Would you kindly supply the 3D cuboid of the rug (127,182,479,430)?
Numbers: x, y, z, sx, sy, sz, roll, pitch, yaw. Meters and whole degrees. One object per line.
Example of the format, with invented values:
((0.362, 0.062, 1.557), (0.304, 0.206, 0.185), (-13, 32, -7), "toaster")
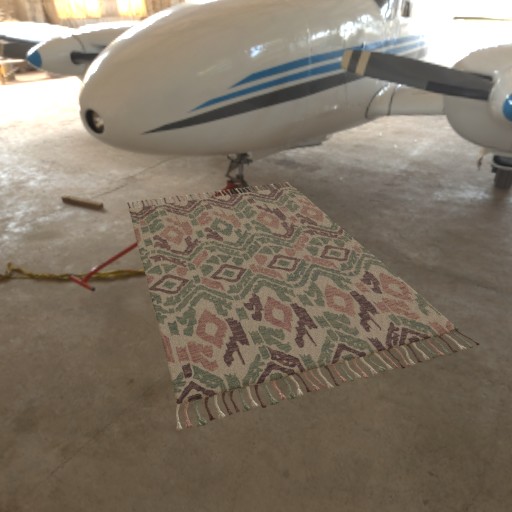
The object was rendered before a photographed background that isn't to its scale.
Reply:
((0.000, 0.000, 2.977), (1.524, 0.011, 2.438), (-10, 32, -17), "rug")
